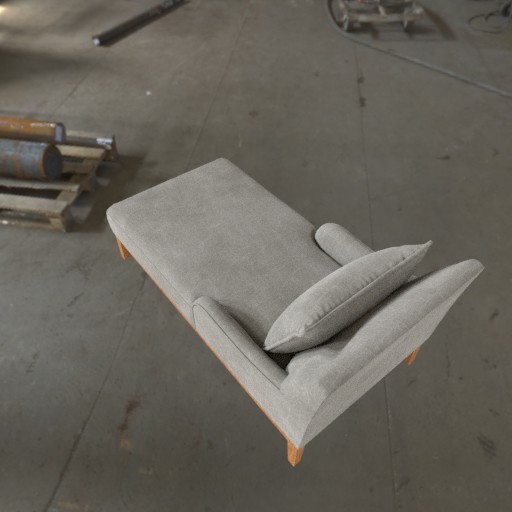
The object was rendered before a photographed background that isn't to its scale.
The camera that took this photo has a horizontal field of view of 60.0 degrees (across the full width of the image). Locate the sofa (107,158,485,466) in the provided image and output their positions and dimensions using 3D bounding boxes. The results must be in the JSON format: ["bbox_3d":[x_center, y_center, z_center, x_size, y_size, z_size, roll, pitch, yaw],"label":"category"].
[{"bbox_3d":[0.000,0.000,2.296,0.894,0.859,1.779,-30,53,-26],"label":"sofa"}]
